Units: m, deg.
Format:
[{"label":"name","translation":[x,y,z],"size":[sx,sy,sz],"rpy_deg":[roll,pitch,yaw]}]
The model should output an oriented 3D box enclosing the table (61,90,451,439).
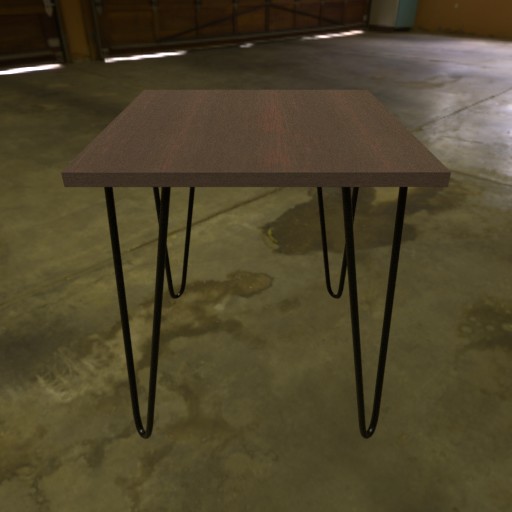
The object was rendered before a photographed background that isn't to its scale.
[{"label":"table","translation":[0.000,0.000,0.919],"size":[0.495,0.559,0.495],"rpy_deg":[0,32,0]}]
